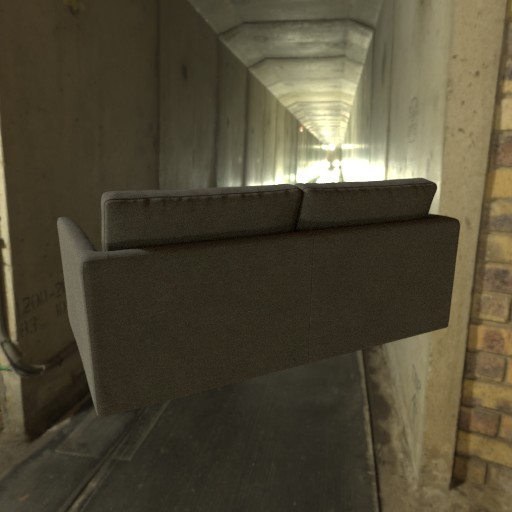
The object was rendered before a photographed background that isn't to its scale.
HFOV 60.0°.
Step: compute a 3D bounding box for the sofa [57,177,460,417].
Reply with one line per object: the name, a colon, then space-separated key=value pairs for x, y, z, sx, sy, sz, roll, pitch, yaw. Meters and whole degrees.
sofa: x=0.000 y=0.000 z=2.437 sx=1.909 sy=0.845 sz=1.091 roll=-7 pitch=16 yaw=-26
